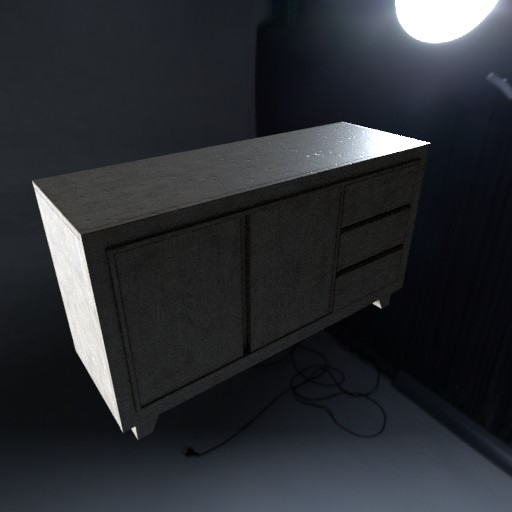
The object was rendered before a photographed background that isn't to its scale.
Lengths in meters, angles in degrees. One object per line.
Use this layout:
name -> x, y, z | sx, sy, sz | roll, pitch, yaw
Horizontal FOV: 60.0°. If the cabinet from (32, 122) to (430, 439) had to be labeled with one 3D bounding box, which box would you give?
cabinet -> 0.000, 0.000, 1.862 | 1.460, 0.825, 0.511 | -20, 35, -31
